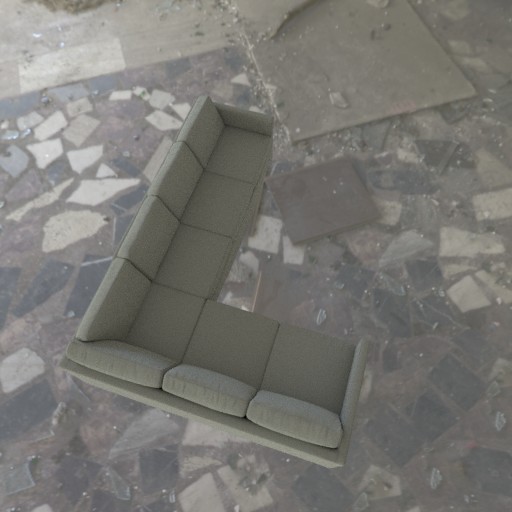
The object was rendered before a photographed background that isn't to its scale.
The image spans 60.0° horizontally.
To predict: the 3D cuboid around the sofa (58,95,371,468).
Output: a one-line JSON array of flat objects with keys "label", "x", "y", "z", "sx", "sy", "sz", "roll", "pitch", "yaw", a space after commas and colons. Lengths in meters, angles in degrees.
[{"label": "sofa", "x": 0.000, "y": 0.000, "z": 4.359, "sx": 2.432, "sy": 0.871, "sz": 3.182, "roll": 16, "pitch": 64, "yaw": 8}]
